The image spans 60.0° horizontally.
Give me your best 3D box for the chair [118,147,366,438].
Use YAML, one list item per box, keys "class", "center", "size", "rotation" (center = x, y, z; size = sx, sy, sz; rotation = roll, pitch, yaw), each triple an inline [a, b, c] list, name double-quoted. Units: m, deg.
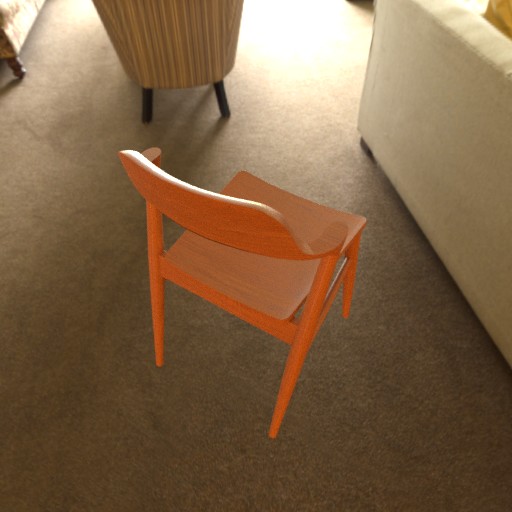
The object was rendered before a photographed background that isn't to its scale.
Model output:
- class: "chair"
  center: [0.000, 0.000, 1.157]
  size: [0.496, 0.801, 0.499]
  rotation: [25, 52, 21]
